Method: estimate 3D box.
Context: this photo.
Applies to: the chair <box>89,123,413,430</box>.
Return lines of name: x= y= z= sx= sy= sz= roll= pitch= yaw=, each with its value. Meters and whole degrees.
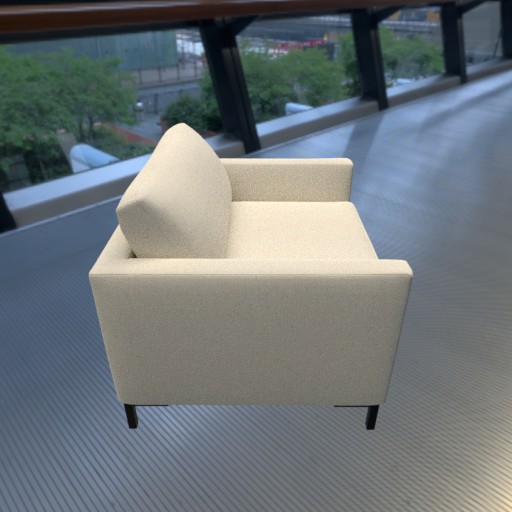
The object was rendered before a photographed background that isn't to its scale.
chair: x=0.000 y=0.000 z=1.649 sx=0.875 sy=0.806 sz=0.964 roll=0 pitch=31 yaw=0
